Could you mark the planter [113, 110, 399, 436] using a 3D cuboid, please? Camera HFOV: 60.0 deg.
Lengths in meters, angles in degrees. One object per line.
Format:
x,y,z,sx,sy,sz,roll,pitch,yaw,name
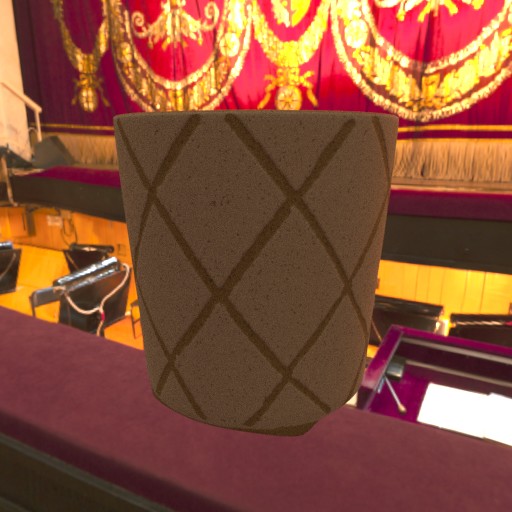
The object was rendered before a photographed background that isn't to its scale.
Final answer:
0.000,0.000,0.335,0.191,0.199,0.191,0,15,0,planter
